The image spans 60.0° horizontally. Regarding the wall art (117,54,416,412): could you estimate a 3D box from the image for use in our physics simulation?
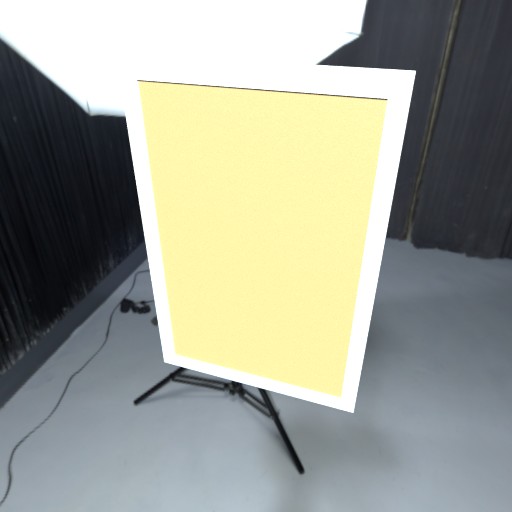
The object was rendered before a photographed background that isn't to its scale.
[{"bbox_3d":[0.000,0.000,0.758,0.408,0.611,0.038,10,34,16],"label":"wall art"}]
